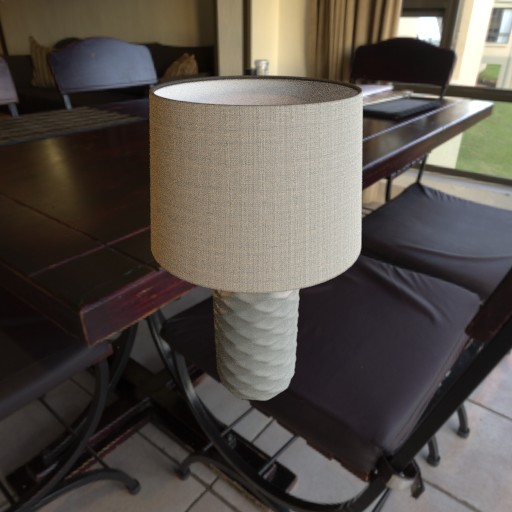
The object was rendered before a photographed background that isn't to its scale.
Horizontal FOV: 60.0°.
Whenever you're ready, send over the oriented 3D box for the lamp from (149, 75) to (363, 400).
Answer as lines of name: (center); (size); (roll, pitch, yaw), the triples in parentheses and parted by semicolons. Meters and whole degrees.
lamp: (0.000, 0.000, 0.828); (0.376, 0.594, 0.376); (0, 28, 0)
